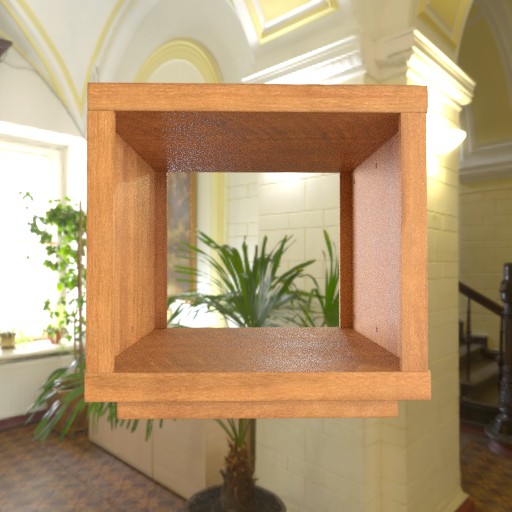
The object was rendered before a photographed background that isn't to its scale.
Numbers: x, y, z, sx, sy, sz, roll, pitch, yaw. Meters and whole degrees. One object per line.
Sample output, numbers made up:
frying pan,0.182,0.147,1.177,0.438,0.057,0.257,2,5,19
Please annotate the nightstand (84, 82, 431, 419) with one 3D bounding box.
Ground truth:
nightstand,0.000,0.000,0.849,0.493,0.491,0.436,0,-1,-1
